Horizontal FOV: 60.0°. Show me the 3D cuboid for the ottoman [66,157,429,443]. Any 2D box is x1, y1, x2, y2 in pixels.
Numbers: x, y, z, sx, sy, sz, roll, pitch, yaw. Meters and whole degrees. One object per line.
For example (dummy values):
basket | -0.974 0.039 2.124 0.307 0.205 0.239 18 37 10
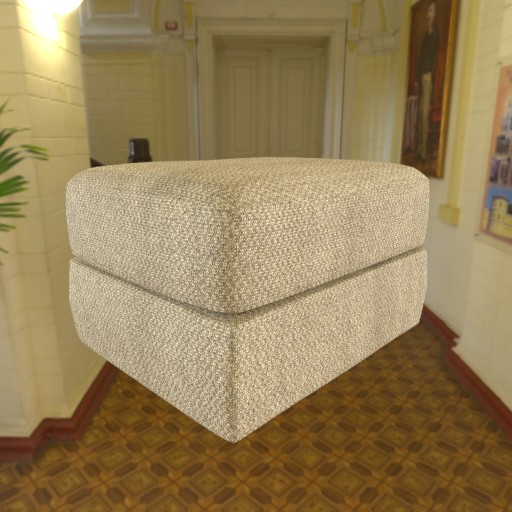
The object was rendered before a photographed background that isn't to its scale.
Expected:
ottoman | 0.000 0.000 1.129 0.603 0.476 0.751 14 20 42
